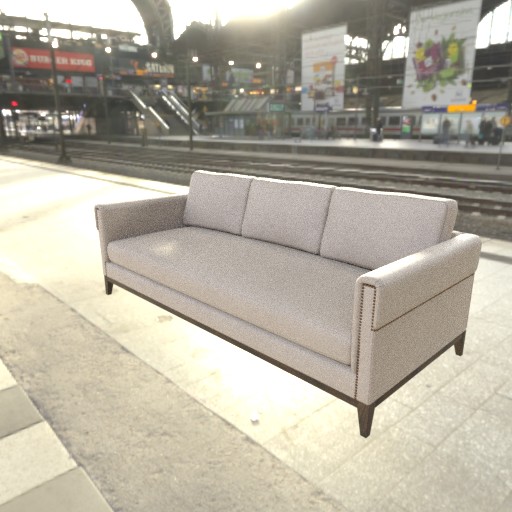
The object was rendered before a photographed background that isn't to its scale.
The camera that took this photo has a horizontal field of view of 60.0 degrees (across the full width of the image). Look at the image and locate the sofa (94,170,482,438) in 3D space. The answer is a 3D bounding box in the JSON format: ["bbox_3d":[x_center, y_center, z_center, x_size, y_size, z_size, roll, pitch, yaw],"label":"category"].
[{"bbox_3d":[0.000,0.000,2.658,0.959,0.838,2.210,-15,22,-42],"label":"sofa"}]
